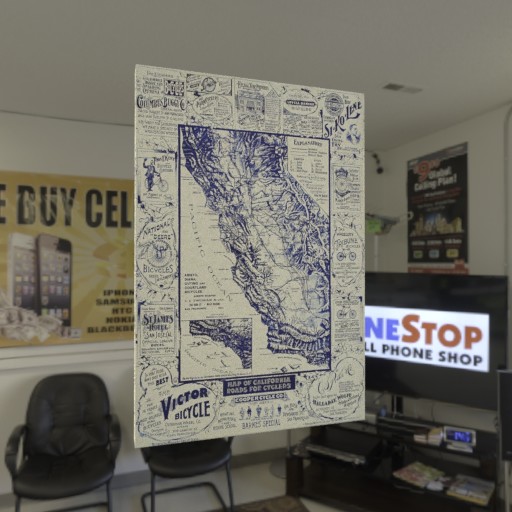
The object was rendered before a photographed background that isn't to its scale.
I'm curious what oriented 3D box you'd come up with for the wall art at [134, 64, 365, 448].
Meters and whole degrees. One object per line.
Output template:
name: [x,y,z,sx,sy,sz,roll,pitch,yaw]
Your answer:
wall art: [0.000,0.000,0.773,0.408,0.601,0.040,0,0,-18]
